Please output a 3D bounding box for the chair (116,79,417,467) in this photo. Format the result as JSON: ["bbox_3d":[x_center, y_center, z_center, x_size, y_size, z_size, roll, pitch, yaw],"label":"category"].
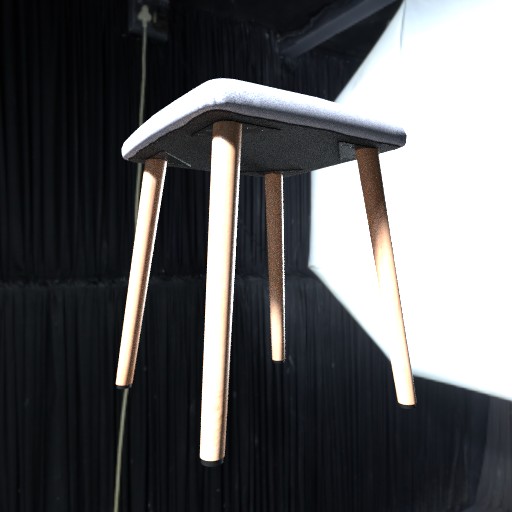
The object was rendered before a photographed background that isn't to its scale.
[{"bbox_3d":[0.000,0.000,0.697,0.350,0.440,0.350,0,0,-33],"label":"chair"}]
